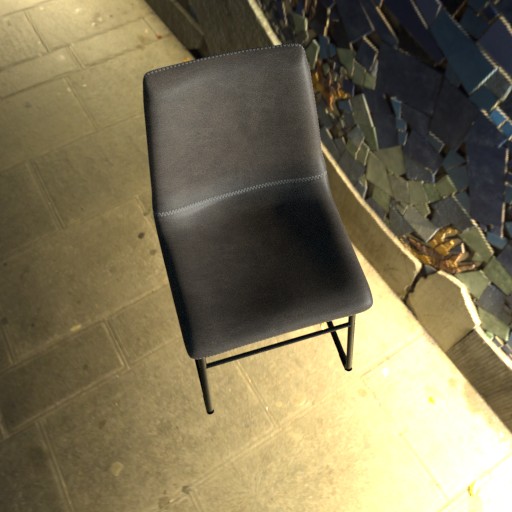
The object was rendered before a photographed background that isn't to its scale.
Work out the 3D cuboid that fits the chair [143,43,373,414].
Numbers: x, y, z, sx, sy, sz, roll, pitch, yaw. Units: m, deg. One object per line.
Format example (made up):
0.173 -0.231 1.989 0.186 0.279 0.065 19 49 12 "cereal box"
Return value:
0.000 0.000 1.120 0.460 0.780 0.550 -15 63 -8 "chair"
